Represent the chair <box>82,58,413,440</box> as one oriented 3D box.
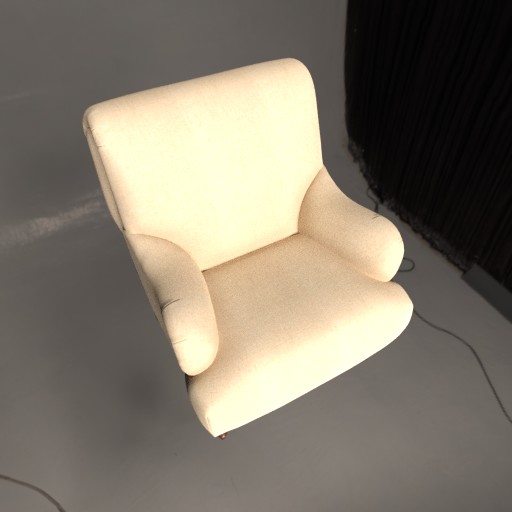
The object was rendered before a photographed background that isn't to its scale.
[{"bbox_3d":[0.000,0.000,1.473,0.766,0.944,0.842,-22,50,-20],"label":"chair"}]
